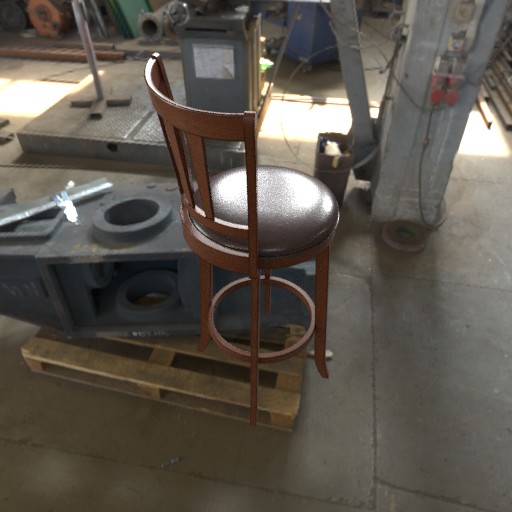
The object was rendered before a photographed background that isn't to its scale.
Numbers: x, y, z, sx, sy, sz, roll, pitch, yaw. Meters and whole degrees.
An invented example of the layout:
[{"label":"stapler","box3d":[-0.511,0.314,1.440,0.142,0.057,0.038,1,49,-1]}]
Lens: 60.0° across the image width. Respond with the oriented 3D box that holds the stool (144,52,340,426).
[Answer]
[{"label":"stool","box3d":[0.000,0.000,1.420,0.503,1.177,0.464,-24,46,-25]}]
